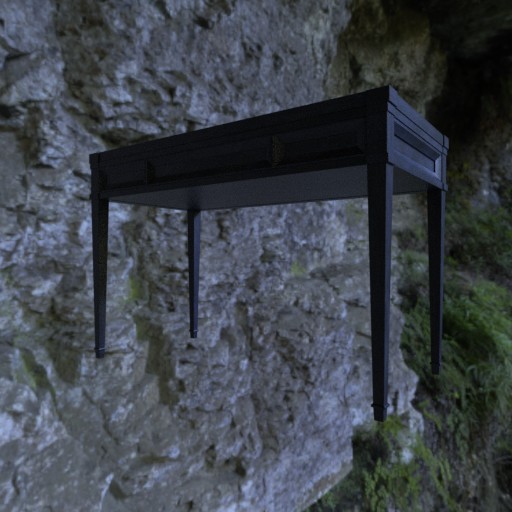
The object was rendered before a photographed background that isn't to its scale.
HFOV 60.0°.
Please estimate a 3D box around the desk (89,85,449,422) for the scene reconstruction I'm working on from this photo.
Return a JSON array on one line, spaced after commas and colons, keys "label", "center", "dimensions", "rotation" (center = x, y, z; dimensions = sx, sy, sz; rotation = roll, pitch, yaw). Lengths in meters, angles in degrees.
[{"label": "desk", "center": [0.000, 0.000, 1.749], "dimensions": [1.289, 0.861, 0.630], "rotation": [0, 0, 36]}]
